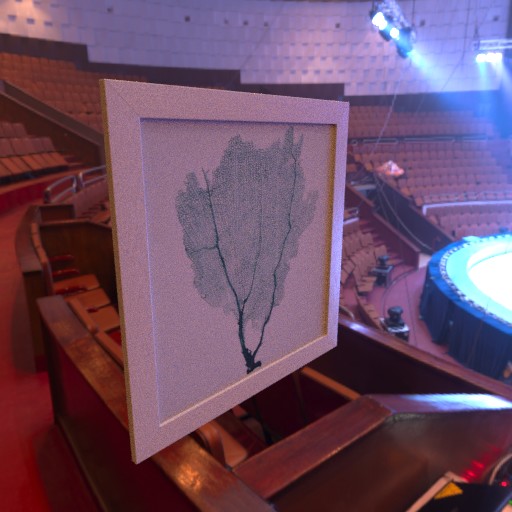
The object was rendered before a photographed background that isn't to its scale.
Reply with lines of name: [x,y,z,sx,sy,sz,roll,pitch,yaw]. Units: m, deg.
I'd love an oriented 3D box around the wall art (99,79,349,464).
wall art: [0.000,0.000,0.838,0.015,0.577,0.572,14,21,42]
